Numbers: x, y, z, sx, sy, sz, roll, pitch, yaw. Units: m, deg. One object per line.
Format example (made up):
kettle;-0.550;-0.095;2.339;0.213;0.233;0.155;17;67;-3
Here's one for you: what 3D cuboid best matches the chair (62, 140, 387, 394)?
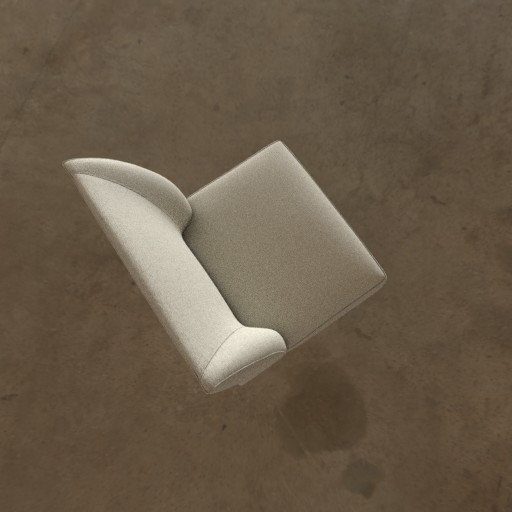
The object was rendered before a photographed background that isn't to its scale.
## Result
chair;0.000;0.000;1.164;0.522;0.863;0.508;-34;77;-8
